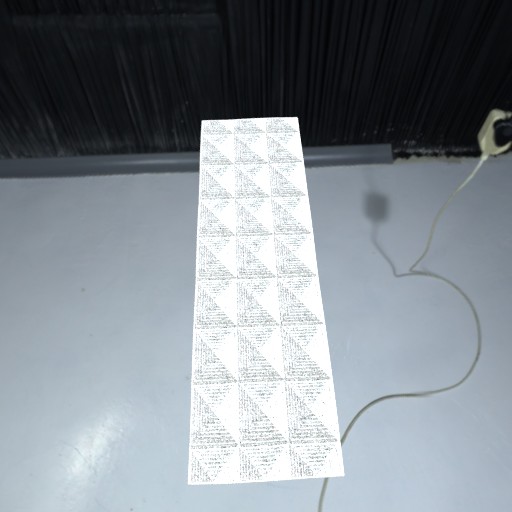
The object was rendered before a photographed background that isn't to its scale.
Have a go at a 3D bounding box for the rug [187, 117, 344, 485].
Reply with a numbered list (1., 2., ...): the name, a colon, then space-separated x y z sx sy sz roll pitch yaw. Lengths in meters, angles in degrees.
1. rug: 0.000 0.000 2.385 0.645 0.015 2.182 -2 57 -1
